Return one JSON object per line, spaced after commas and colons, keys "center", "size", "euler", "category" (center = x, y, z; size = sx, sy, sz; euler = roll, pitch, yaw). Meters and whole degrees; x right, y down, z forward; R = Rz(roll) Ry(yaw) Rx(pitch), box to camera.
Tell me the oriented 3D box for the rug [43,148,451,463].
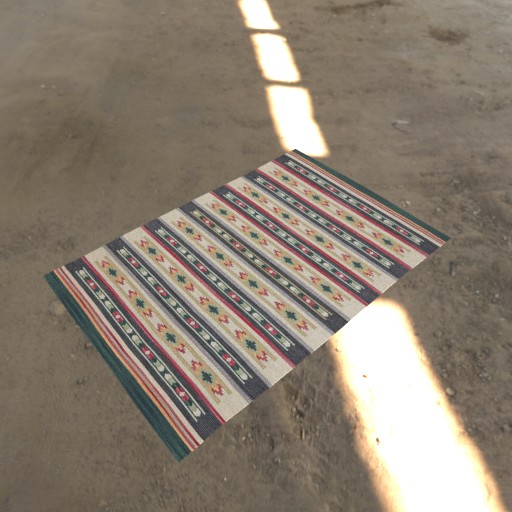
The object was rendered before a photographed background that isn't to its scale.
{"center": [0.000, 0.000, 2.359], "size": [1.825, 0.009, 1.221], "euler": [-32, 54, -28], "category": "rug"}
